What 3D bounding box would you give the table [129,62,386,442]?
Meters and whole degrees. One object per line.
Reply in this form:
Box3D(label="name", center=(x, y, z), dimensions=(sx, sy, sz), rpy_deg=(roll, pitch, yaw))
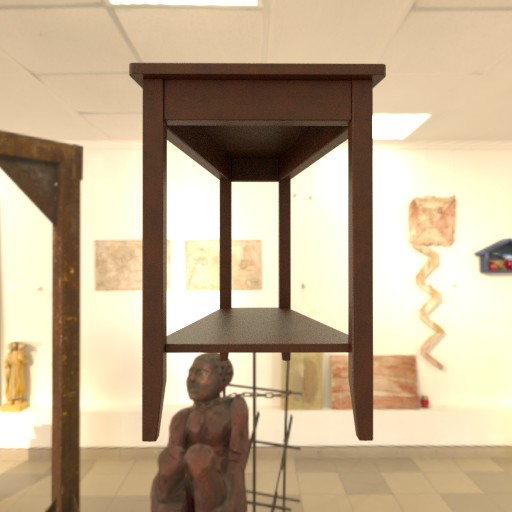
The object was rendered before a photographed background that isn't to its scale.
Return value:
Box3D(label="table", center=(0.000, 0.000, 0.982), dimensions=(0.399, 0.589, 0.605), rpy_deg=(0, 0, -1))
